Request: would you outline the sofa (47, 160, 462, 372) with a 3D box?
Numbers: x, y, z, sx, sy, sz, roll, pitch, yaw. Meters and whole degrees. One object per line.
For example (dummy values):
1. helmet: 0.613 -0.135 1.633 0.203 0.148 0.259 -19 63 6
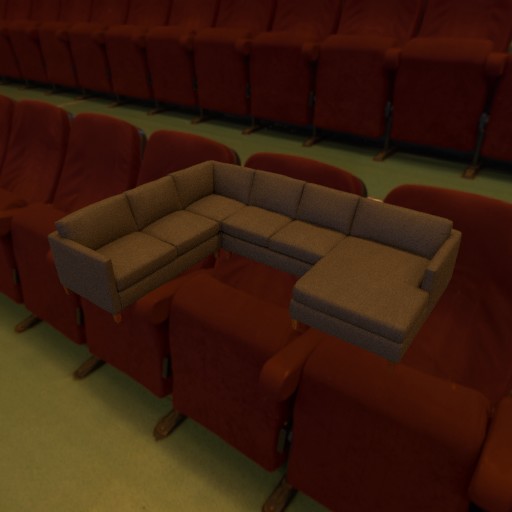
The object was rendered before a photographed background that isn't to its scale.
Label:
1. sofa: 0.000 0.000 4.664 3.460 0.961 2.594 20 36 30
